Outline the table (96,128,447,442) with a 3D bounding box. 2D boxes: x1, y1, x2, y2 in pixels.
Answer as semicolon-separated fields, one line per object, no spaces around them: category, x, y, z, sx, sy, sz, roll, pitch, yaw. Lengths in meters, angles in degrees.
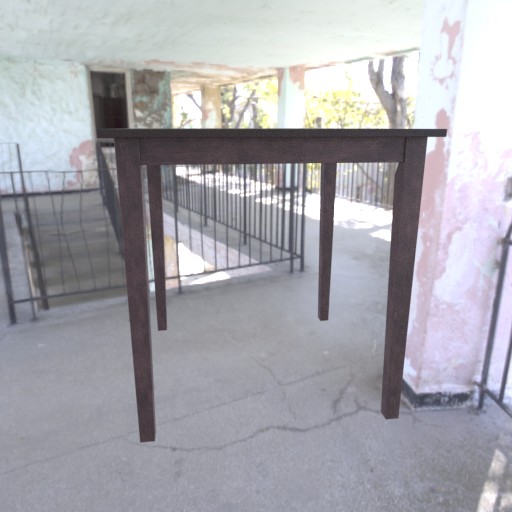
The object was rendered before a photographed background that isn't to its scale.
table;0.000;0.000;1.393;0.749;0.770;0.749;-2;16;-8
